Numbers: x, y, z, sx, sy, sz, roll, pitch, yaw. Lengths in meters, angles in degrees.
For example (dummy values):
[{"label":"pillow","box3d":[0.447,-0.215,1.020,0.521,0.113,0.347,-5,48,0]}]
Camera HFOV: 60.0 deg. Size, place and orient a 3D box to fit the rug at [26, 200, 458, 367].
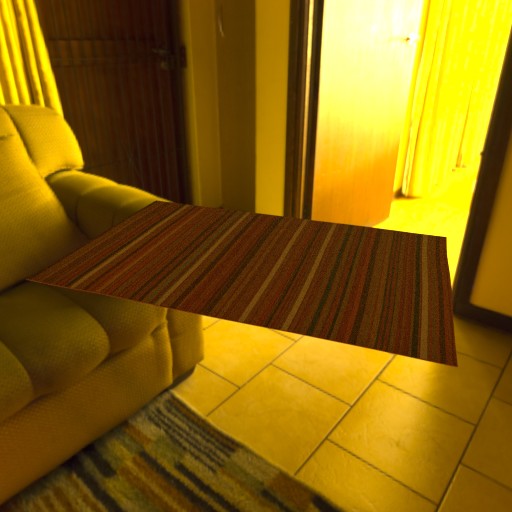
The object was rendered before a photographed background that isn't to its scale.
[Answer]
[{"label":"rug","box3d":[0.000,0.000,2.972,2.438,0.008,1.523,9,28,17]}]
